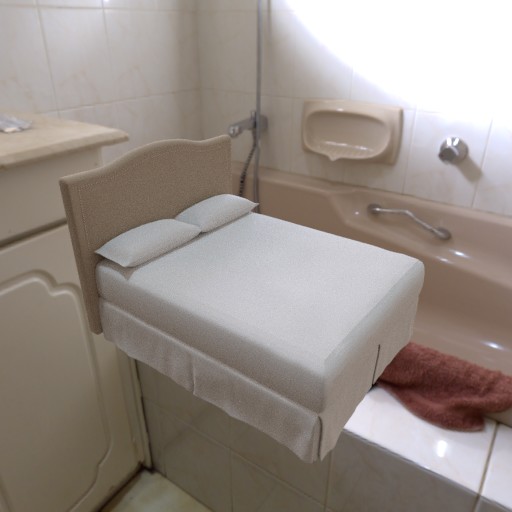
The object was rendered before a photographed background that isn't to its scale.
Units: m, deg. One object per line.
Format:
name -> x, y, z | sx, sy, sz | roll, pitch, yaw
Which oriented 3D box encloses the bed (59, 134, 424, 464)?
bed -> 0.000, 0.000, 3.245 | 2.052, 1.398, 1.678 | 19, 33, 32
